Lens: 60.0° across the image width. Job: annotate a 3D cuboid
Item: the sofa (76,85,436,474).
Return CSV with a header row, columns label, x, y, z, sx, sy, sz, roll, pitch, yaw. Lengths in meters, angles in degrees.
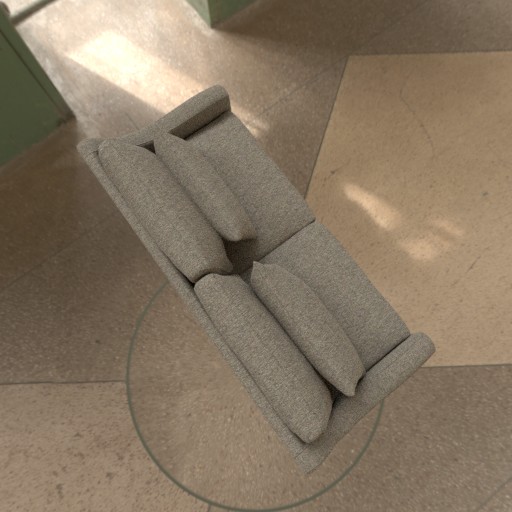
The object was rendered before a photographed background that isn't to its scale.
label,x,y,z,sx,sy,sz,roll,pitch,yaw
sofa,0.000,0.000,2.986,1.103,0.998,2.418,-36,78,-8
